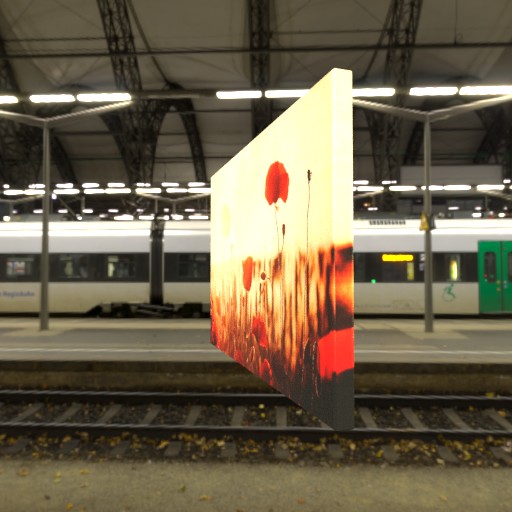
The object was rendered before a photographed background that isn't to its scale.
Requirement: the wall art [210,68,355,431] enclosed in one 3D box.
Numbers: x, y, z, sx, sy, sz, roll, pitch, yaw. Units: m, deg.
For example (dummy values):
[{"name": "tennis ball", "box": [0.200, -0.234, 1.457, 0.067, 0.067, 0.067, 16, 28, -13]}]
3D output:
[{"name": "wall art", "box": [0.000, 0.000, 1.171, 0.038, 0.602, 0.918, 1, -2, -19]}]
